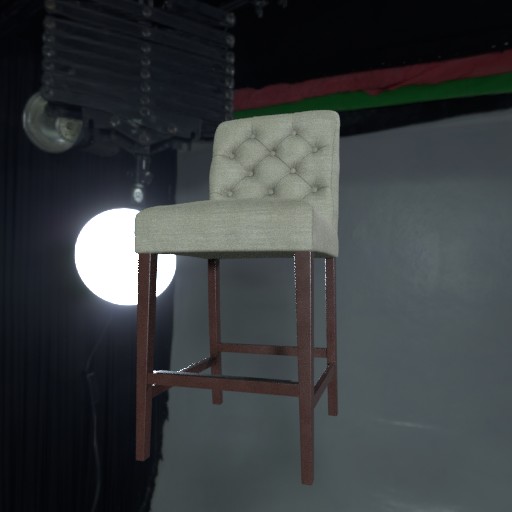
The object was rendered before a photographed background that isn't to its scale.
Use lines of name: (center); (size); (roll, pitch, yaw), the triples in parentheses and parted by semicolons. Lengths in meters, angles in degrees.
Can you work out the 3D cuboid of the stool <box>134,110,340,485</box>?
stool: (0.000, 0.000, 1.407); (0.486, 1.084, 0.660); (-1, -2, 17)
